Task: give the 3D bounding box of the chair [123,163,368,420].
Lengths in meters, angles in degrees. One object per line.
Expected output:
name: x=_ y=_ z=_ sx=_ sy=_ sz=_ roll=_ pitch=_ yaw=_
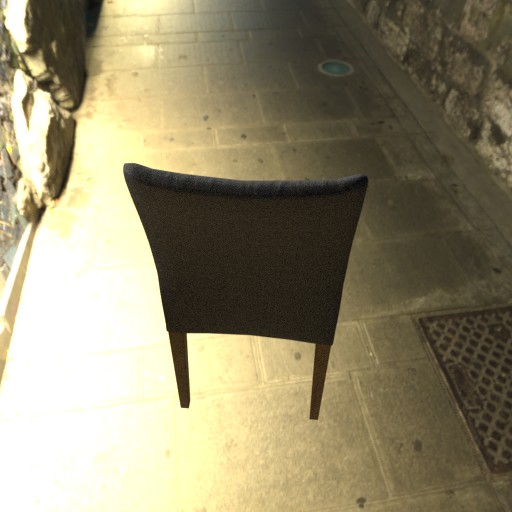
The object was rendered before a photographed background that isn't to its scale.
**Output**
chair: x=0.000 y=0.000 z=1.261 sx=0.496 sy=0.940 sz=0.585 roll=4 pitch=47 yaw=4
